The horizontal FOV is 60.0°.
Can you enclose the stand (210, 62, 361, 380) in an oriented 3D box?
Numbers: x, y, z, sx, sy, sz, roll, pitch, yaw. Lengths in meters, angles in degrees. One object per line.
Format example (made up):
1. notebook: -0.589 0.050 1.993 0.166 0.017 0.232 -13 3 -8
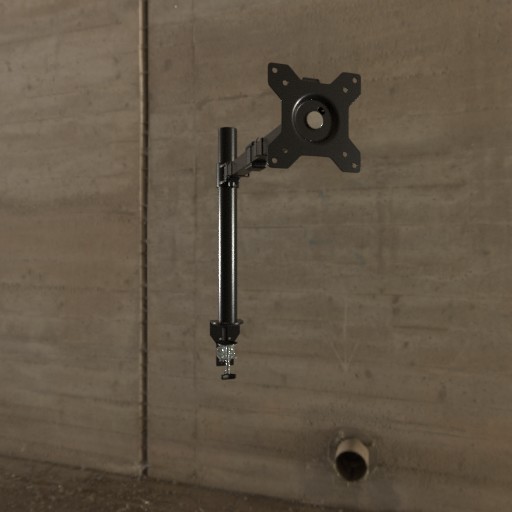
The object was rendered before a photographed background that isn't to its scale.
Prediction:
1. stand: 0.000 0.000 0.719 0.115 0.510 0.456 0 1 -17
